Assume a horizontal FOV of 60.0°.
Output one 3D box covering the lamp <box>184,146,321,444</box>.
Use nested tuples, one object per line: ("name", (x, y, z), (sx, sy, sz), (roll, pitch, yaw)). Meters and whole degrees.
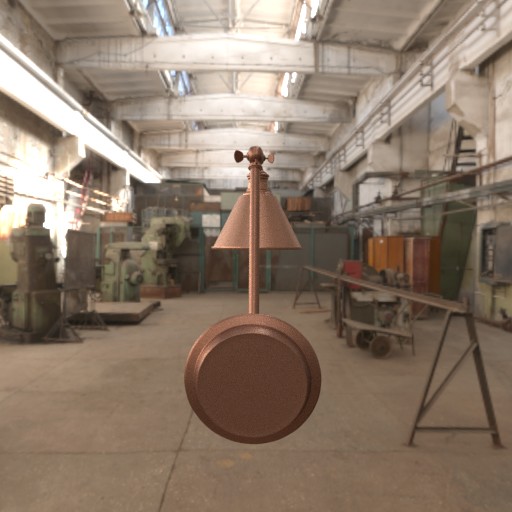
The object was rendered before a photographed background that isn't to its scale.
("lamp", (0.000, 0.000, 0.884), (0.223, 0.502, 0.624), (0, 1, 1))
